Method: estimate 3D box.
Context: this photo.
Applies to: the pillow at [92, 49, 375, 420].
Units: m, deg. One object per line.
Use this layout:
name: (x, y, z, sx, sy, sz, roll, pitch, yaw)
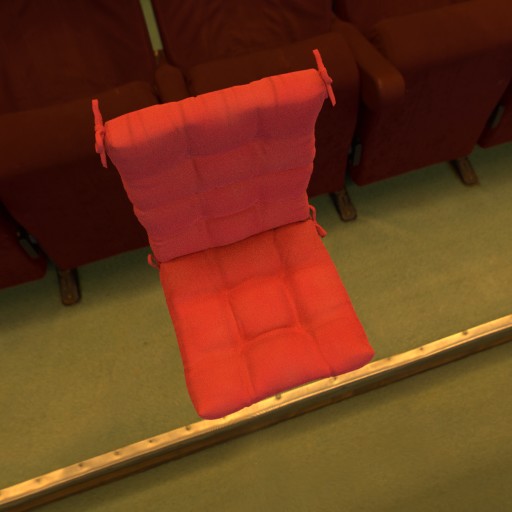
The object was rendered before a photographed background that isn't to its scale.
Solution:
pillow: (0.000, 0.000, 1.021, 0.519, 0.605, 0.571, -17, 66, -8)
